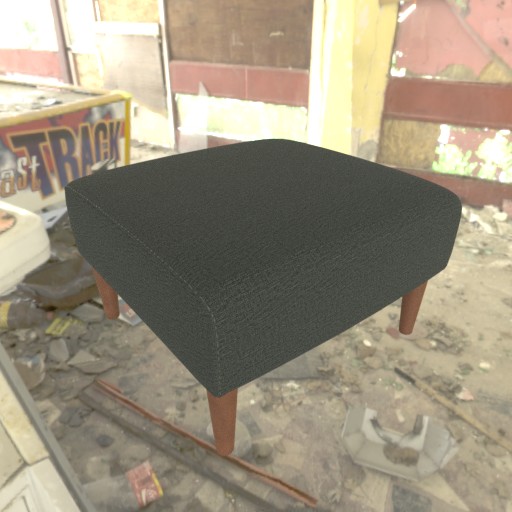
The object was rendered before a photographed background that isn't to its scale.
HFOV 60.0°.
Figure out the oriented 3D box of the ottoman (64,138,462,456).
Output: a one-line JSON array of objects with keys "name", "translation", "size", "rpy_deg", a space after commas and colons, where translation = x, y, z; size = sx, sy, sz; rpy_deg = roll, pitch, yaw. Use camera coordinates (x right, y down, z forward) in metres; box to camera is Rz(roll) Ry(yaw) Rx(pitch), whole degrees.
[{"name": "ottoman", "translation": [0.000, 0.000, 1.046], "size": [0.650, 0.398, 0.649], "rpy_deg": [-21, 35, -33]}]
